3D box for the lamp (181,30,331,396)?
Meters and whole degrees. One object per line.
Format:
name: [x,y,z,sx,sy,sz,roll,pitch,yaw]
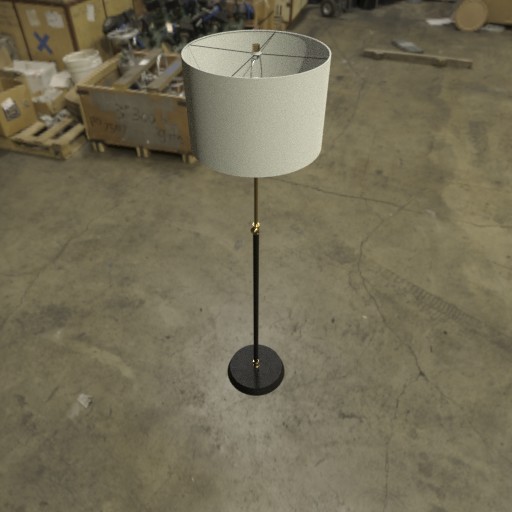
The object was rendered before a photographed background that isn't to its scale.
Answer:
lamp: [0.000,0.000,1.692,0.404,1.517,0.404,12,43,13]
